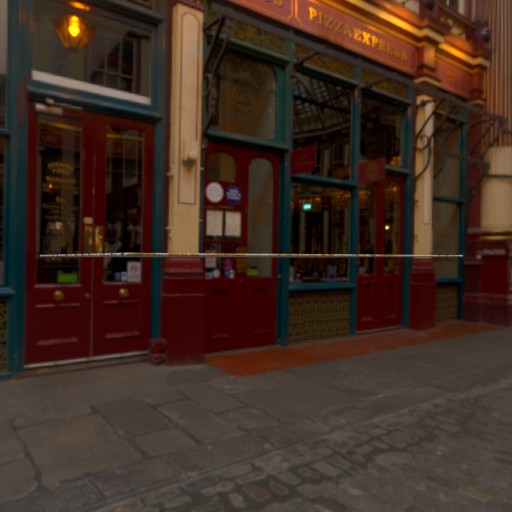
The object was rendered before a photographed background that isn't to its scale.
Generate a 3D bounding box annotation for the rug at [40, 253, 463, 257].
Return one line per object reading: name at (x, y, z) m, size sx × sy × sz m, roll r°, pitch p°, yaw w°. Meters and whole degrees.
rug at (0.000, 0.000, 2.298) m, size 1.827 × 0.008 × 1.230 m, roll 0°, pitch 0°, yaw -37°
